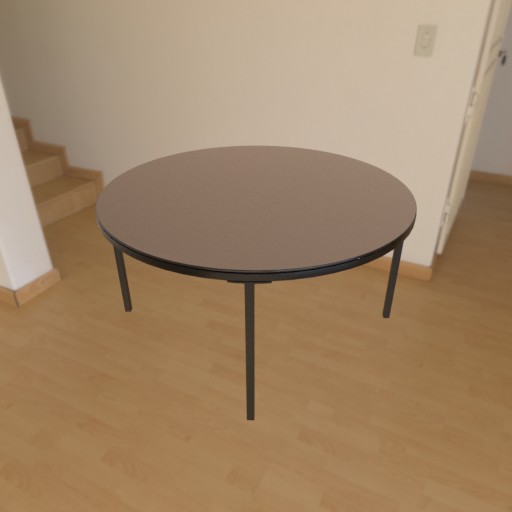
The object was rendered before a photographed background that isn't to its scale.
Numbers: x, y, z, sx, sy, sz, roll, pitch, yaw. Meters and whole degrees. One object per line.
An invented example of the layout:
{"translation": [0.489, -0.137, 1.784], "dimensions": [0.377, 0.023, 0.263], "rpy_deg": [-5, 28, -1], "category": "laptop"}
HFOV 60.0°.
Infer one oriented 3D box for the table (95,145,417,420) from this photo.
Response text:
{"translation": [0.000, 0.000, 1.252], "dimensions": [0.800, 0.400, 0.800], "rpy_deg": [0, 30, 0], "category": "table"}
